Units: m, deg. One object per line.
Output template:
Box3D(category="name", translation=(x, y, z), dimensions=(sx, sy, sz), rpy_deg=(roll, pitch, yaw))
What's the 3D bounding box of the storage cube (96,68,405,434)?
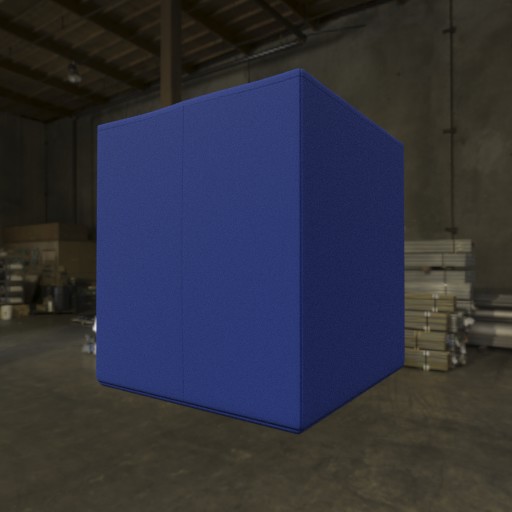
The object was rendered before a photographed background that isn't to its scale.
Box3D(category="storage cube", translation=(0.000, 0.000, 0.518), dimensions=(0.270, 0.280, 0.270), rpy_deg=(-1, -1, 35))
